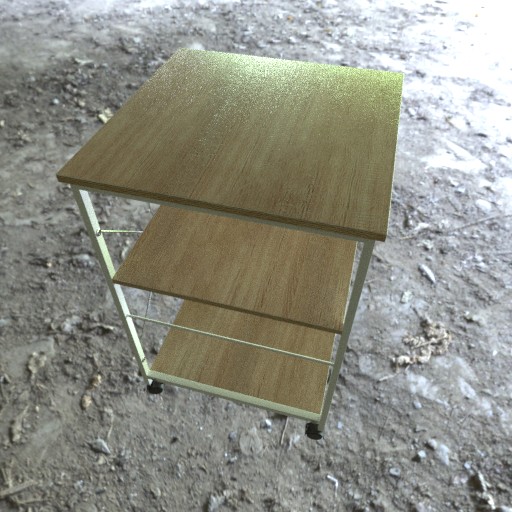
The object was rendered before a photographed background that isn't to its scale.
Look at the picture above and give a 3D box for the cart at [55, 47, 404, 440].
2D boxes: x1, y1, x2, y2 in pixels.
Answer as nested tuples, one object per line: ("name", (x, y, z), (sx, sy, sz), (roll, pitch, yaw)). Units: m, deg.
("cart", (0.000, 0.000, 1.107), (0.520, 0.762, 0.521), (11, 48, 11))
